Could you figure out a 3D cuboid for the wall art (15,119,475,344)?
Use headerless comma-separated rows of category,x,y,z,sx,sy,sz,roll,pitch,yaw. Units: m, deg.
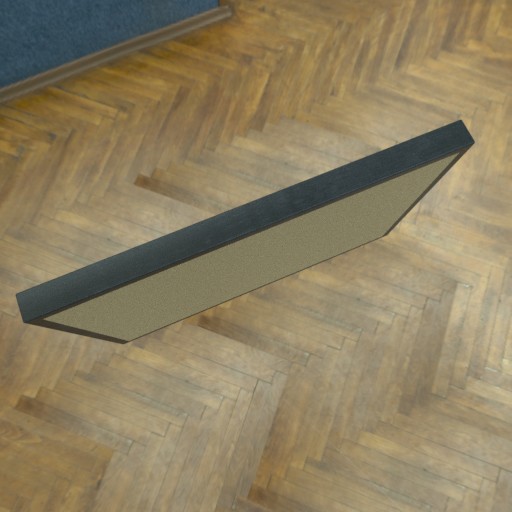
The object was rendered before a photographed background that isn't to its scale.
wall art,0.000,0.000,0.751,0.610,0.409,0.038,-22,76,-6
